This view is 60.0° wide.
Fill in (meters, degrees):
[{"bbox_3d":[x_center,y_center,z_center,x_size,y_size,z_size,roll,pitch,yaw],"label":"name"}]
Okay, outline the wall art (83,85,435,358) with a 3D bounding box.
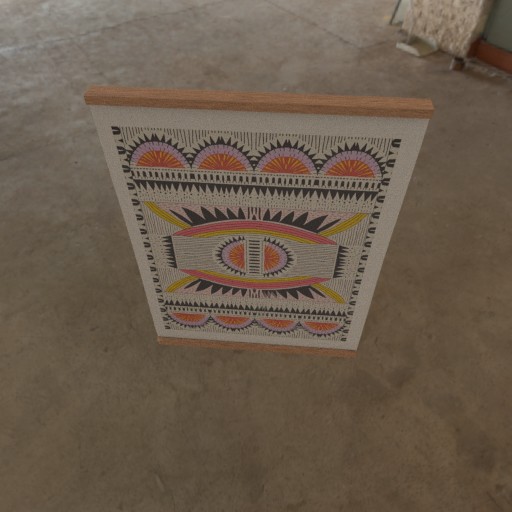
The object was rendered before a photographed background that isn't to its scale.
[{"bbox_3d":[0.000,0.000,0.802,0.456,0.609,0.028,3,47,3],"label":"wall art"}]
